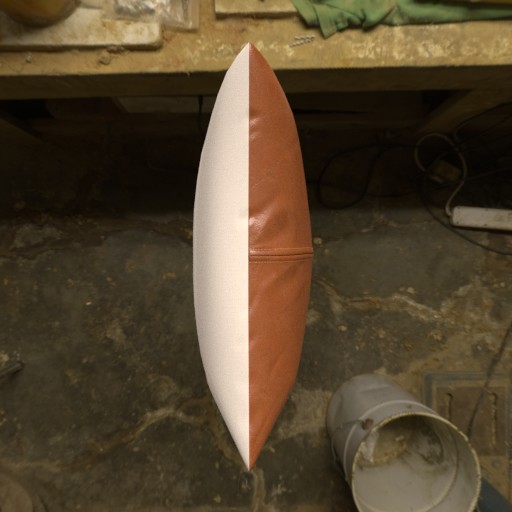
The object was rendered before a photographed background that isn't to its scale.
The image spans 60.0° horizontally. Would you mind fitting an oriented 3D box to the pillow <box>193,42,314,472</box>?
[{"bbox_3d":[0.000,0.000,0.749,0.192,0.477,0.501,0,91,0],"label":"pillow"}]
